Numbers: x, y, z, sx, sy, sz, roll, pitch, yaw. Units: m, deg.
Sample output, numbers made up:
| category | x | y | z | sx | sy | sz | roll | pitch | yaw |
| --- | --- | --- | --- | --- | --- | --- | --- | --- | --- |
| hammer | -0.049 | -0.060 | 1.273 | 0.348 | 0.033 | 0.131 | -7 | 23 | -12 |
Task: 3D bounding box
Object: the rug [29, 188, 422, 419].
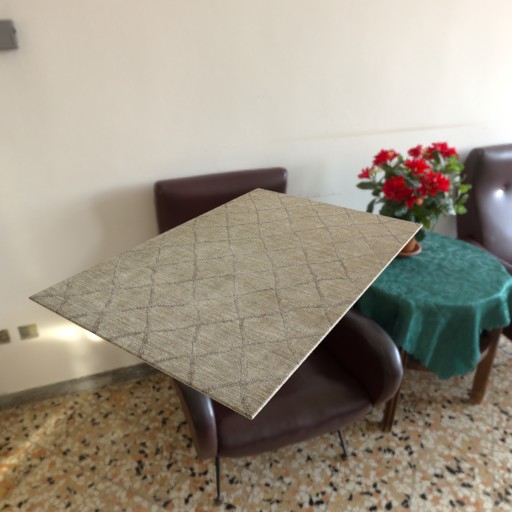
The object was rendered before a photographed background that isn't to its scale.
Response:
| category | x | y | z | sx | sy | sz | roll | pitch | yaw |
| --- | --- | --- | --- | --- | --- | --- | --- | --- | --- |
| rug | 0.000 | 0.000 | 2.931 | 1.521 | 0.015 | 2.280 | 17 | 32 | 30 |
